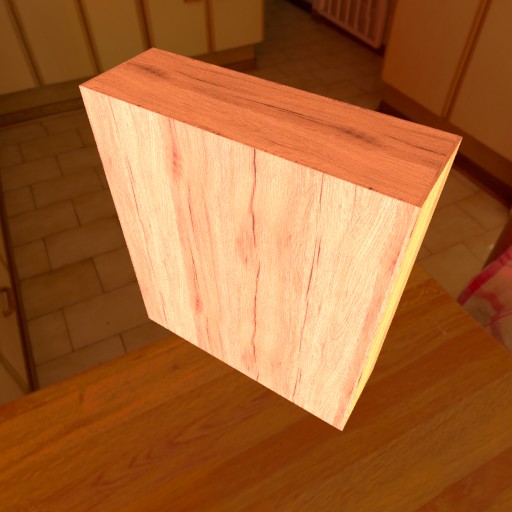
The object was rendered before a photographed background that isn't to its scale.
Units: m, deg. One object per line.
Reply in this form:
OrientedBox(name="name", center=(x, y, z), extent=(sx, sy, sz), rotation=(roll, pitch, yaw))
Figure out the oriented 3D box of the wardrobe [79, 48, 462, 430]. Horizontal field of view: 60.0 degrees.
OrientedBox(name="wardrobe", center=(0.000, 0.000, 2.887), extent=(1.810, 2.070, 0.580), rotation=(25, 52, 22))
